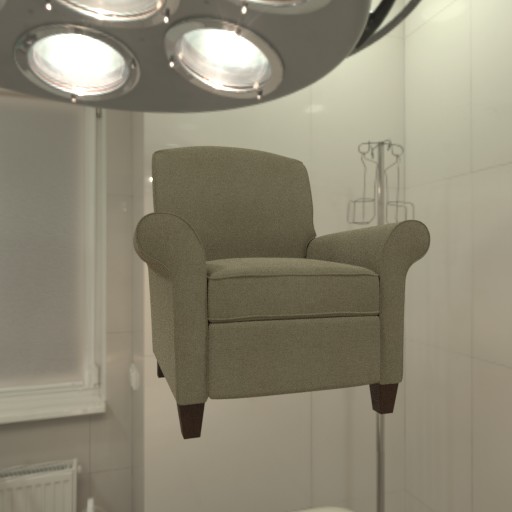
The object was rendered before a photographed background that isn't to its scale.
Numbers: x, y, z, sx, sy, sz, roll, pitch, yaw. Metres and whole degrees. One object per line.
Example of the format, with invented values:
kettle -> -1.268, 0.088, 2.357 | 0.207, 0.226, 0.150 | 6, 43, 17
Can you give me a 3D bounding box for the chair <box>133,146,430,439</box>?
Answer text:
chair -> 0.000, 0.000, 1.776 | 0.978, 1.061, 0.905 | 0, 0, -18
